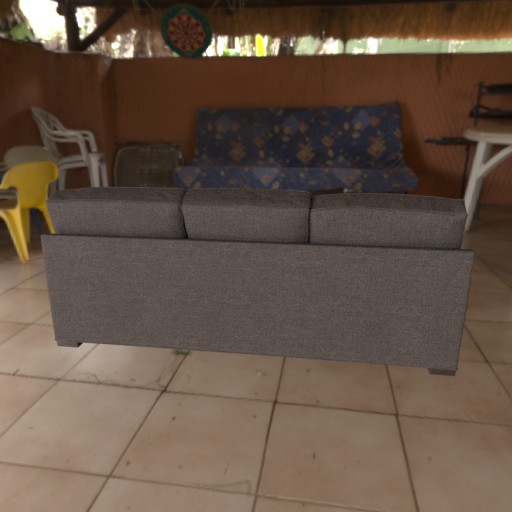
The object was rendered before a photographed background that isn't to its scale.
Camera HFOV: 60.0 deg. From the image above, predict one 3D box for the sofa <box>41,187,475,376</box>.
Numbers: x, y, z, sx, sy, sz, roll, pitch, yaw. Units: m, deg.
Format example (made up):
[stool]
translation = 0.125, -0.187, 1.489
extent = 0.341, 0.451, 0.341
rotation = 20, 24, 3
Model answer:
[sofa]
translation = 0.000, 0.000, 2.896
extent = 2.369, 0.978, 1.004
rotation = 2, 17, 8
